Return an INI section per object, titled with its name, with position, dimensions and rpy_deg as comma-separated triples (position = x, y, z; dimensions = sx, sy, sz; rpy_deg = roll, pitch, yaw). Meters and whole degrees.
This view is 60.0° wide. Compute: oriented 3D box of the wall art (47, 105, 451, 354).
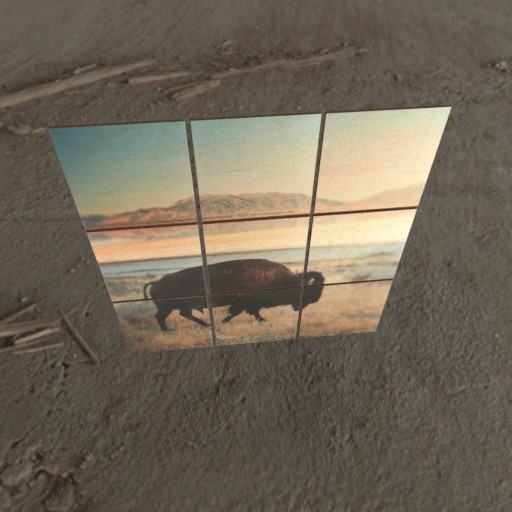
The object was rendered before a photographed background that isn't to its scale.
[wall art]
position = 0.000, 0.000, 1.776
dimensions = 1.221, 1.218, 0.019
rpy_deg = -4, 46, -4
